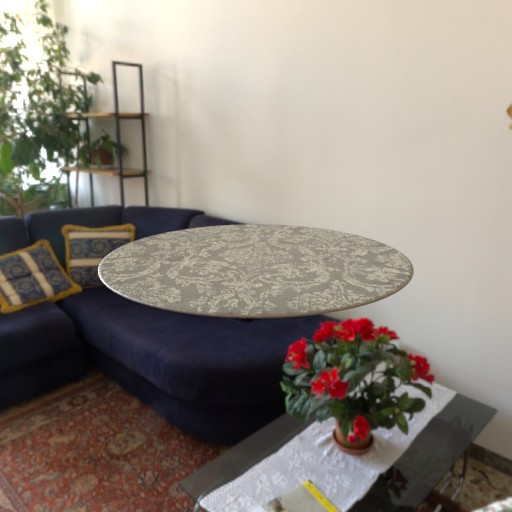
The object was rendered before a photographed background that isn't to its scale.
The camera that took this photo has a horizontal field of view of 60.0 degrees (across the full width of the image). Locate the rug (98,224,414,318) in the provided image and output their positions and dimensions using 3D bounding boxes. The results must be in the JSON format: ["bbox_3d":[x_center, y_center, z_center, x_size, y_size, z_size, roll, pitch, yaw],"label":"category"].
[{"bbox_3d":[0.000,0.000,2.364,1.593,0.012,1.593,0,16,0],"label":"rug"}]
